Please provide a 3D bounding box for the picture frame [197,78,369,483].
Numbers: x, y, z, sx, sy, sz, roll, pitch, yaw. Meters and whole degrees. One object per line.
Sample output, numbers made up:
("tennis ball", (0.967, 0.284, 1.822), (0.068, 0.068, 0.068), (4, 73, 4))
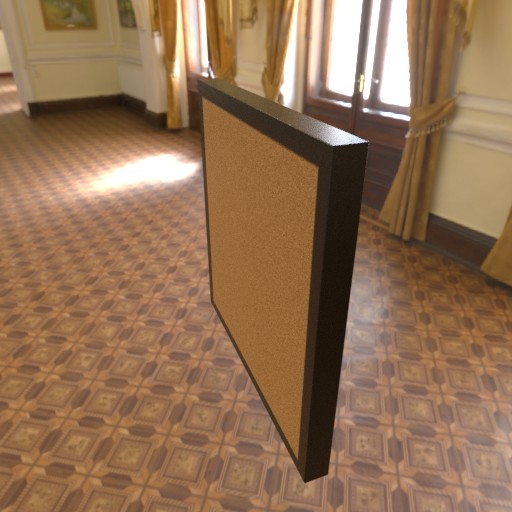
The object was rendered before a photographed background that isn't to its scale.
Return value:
("picture frame", (0.000, 0.000, 0.526), (0.029, 0.353, 0.355), (-11, 31, -18))
